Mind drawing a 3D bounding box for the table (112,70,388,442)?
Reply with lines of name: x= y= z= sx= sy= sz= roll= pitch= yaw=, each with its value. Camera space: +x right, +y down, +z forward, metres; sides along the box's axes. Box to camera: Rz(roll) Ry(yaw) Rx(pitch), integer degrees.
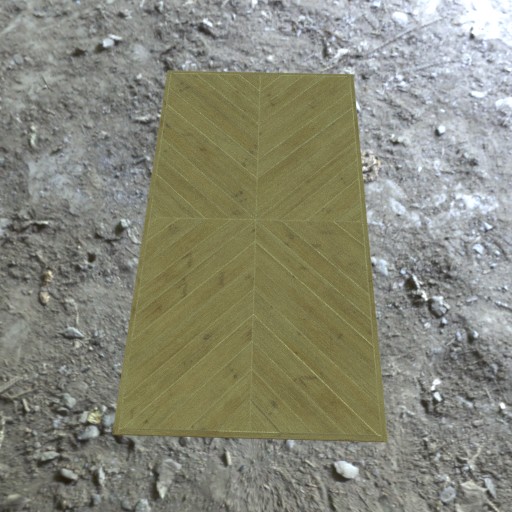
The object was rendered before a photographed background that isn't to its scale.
table: x=0.000 y=0.000 z=2.320 sx=0.991 sy=0.762 sz=1.803 roll=1 pitch=65 yaw=1
